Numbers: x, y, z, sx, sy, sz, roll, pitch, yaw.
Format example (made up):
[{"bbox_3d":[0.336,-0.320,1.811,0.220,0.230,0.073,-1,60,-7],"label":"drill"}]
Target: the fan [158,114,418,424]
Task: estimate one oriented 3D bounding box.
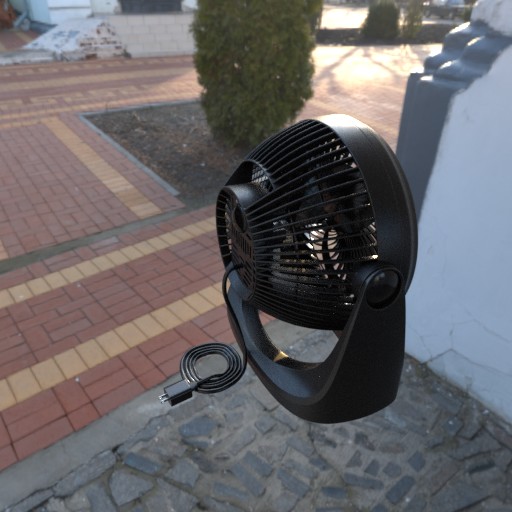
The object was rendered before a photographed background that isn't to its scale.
[{"bbox_3d":[0.000,0.000,0.481,0.256,0.277,0.273,-12,33,-19],"label":"fan"}]
